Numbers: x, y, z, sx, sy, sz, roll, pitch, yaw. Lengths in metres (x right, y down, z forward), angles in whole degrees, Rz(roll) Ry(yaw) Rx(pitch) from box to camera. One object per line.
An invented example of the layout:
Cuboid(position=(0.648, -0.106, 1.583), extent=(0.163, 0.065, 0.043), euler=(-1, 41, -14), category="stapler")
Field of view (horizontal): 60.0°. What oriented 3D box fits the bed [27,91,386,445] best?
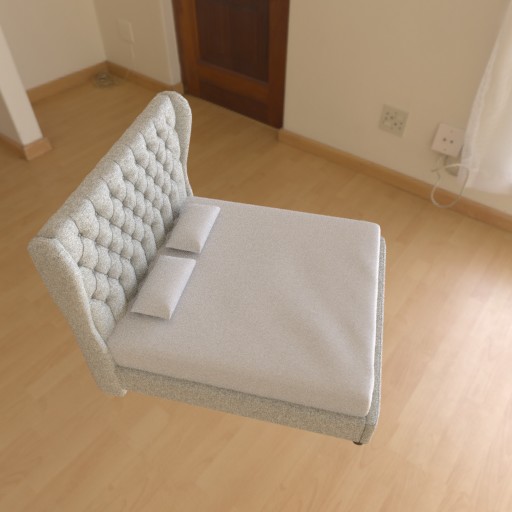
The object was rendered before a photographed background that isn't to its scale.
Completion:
Cuboid(position=(0.000, 0.000, 3.796), extent=(2.347, 1.771, 2.219), euler=(9, 46, 9), category="bed")
